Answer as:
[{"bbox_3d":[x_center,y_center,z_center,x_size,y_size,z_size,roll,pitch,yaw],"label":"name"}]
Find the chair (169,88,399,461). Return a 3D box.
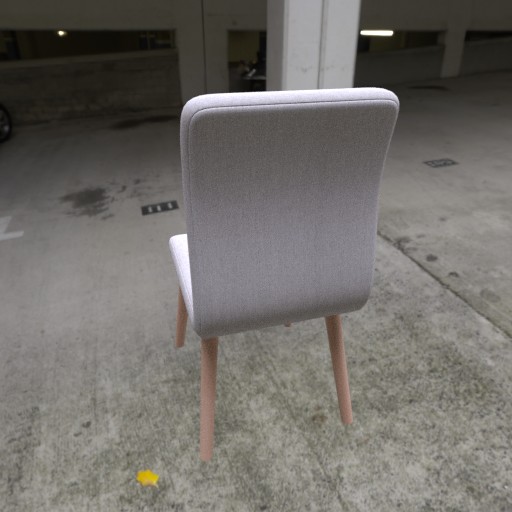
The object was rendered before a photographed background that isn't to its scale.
[{"bbox_3d":[0.000,0.000,1.179,0.435,0.885,0.550,-8,28,-15],"label":"chair"}]
